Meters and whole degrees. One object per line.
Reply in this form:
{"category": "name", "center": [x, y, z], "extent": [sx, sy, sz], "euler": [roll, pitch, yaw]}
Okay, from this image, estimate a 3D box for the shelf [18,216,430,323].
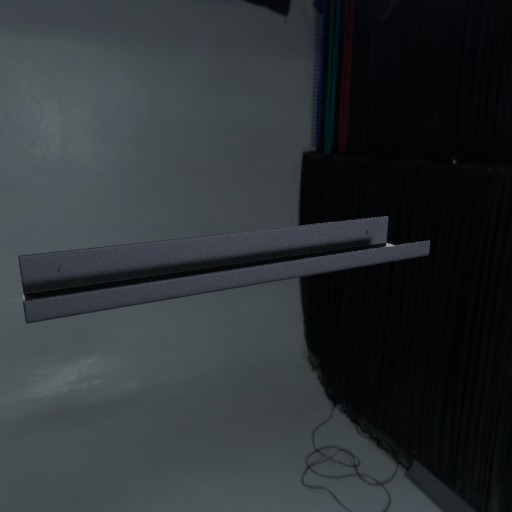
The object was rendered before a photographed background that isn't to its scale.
{"category": "shelf", "center": [0.000, 0.000, 0.643], "extent": [0.605, 0.053, 0.102], "euler": [-8, 17, -27]}
